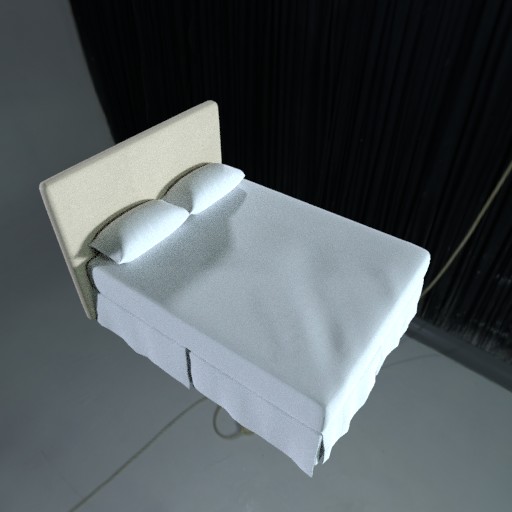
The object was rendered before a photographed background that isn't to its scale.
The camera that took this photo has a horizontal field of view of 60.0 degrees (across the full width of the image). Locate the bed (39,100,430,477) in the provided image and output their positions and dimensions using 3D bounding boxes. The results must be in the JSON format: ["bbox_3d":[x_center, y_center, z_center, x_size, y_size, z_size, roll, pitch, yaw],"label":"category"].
[{"bbox_3d":[0.000,0.000,3.204,2.142,1.330,1.723,25,47,26],"label":"bed"}]
